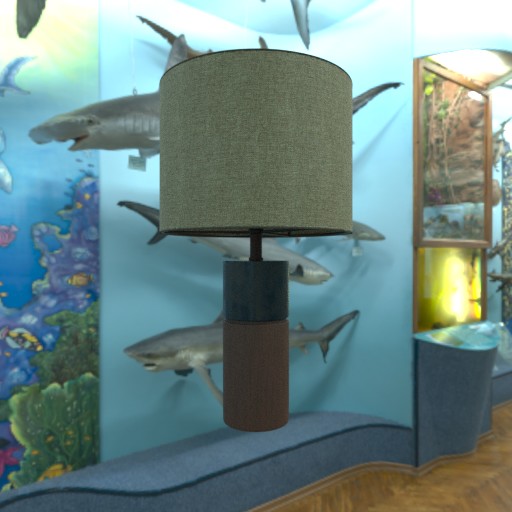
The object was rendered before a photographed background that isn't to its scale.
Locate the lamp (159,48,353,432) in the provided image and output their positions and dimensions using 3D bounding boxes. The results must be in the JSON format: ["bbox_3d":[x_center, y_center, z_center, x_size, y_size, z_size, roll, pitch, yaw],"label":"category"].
[{"bbox_3d":[0.000,0.000,0.474,0.202,0.350,0.202,0,0,0],"label":"lamp"}]
